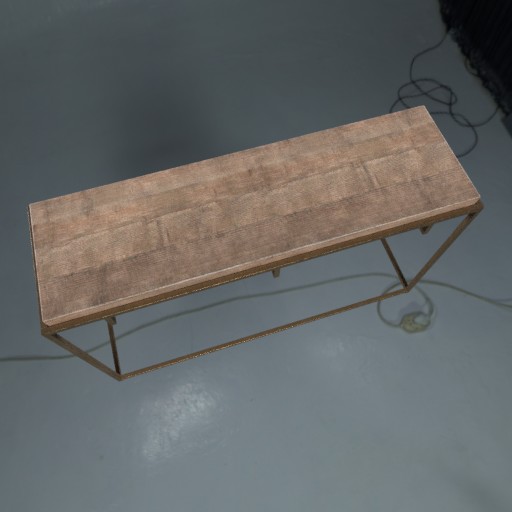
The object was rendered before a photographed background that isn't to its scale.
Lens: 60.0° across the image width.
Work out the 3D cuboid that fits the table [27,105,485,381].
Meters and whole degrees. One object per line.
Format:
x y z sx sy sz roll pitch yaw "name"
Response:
0.000 0.000 1.758 1.400 0.820 0.440 -16 66 -7 "table"
